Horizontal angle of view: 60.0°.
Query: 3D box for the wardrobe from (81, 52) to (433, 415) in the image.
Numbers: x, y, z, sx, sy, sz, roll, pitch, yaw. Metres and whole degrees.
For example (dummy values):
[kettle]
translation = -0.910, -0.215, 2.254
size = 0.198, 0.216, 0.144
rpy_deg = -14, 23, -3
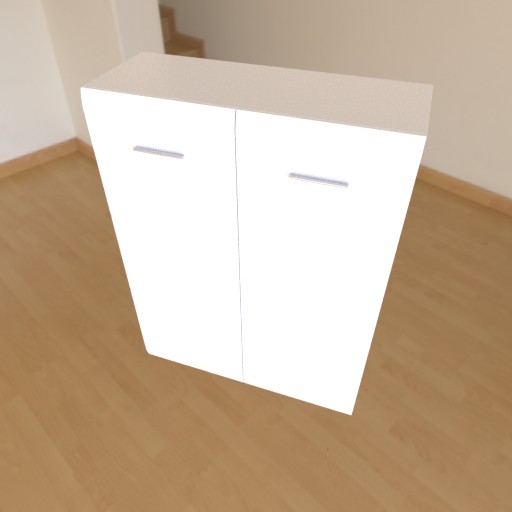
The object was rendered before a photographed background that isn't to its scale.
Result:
[wardrobe]
translation = 0.000, 0.000, 1.587
size = 0.900, 1.200, 0.360
rpy_deg = 13, 43, 14
